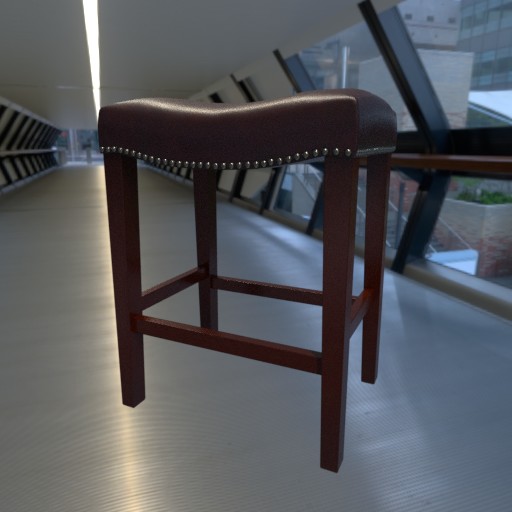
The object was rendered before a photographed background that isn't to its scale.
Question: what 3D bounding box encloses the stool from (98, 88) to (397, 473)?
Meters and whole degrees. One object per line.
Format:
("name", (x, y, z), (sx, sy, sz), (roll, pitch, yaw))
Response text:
("stool", (0.000, 0.000, 0.963), (0.504, 0.657, 0.372), (7, 16, 25))
